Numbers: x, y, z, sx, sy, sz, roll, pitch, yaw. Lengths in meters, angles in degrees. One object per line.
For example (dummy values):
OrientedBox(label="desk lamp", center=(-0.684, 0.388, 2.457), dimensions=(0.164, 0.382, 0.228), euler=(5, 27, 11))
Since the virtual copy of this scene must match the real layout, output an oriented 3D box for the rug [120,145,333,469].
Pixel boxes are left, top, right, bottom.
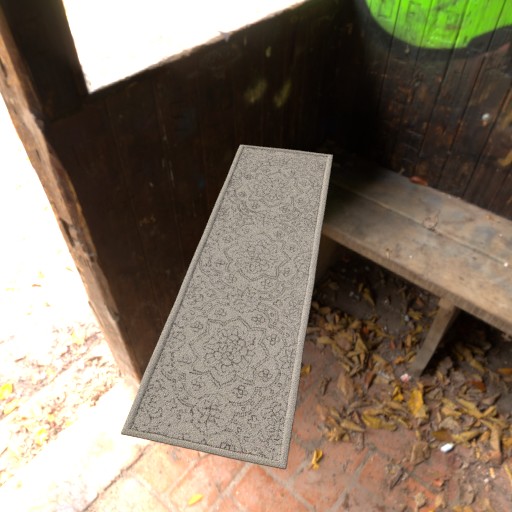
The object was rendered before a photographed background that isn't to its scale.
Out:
OrientedBox(label="rug", center=(0.000, 0.000, 2.790), dimensions=(0.769, 0.012, 2.448), euler=(8, 47, 8))
